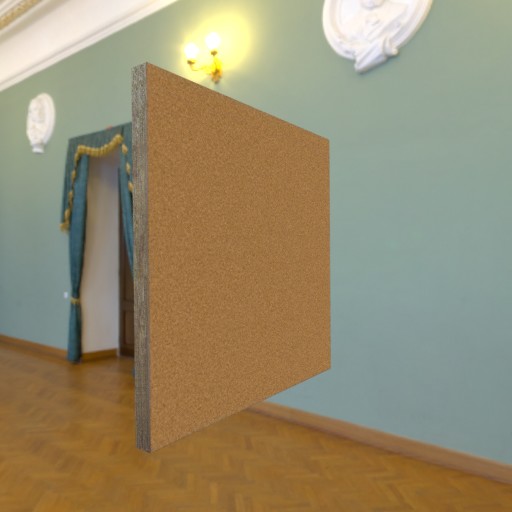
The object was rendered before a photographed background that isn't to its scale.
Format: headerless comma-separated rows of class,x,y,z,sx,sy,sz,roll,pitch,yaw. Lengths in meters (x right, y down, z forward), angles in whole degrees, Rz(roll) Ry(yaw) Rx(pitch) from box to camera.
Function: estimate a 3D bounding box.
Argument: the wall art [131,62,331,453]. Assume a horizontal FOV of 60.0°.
wall art,0.000,0.000,0.937,0.042,0.608,0.611,0,1,36
